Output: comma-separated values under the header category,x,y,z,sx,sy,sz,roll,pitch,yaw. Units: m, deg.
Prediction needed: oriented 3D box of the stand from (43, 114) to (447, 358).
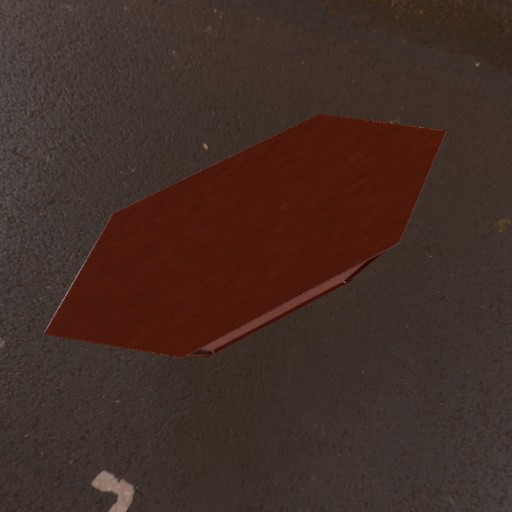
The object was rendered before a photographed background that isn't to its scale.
category,x,y,z,sx,sy,sz,roll,pitch,yaw
stand,0.000,0.000,1.342,1.072,0.614,0.381,-27,79,-6
